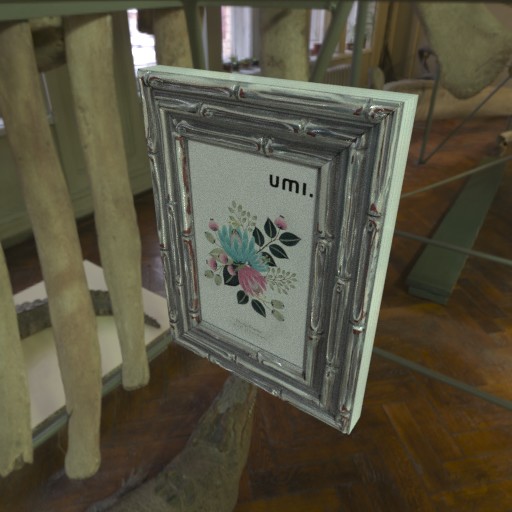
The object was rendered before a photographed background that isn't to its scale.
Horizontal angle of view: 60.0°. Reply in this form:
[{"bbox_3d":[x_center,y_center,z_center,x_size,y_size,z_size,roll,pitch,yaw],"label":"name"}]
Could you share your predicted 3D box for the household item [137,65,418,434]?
[{"bbox_3d":[0.000,0.000,0.289,0.165,0.216,0.025,20,36,30],"label":"household item"}]
